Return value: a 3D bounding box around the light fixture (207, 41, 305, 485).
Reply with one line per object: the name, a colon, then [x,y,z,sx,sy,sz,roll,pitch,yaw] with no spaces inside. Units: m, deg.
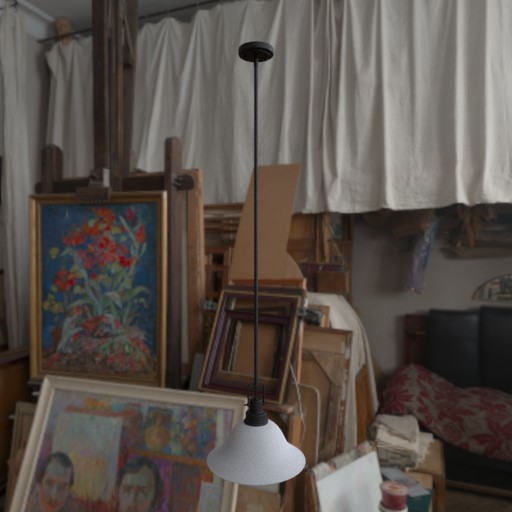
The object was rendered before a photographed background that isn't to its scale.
light fixture: [0.000,0.000,1.446,0.324,1.337,0.324,0,1,-18]
